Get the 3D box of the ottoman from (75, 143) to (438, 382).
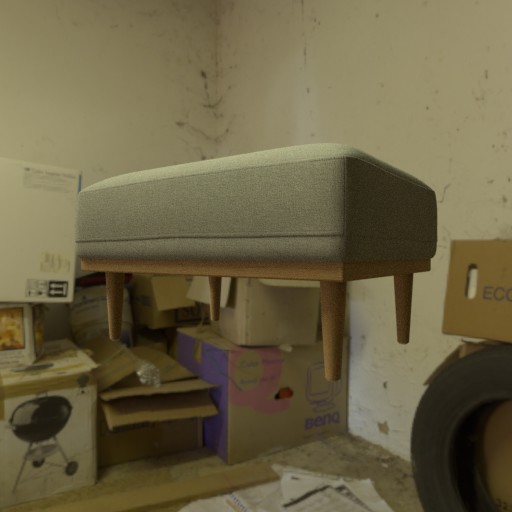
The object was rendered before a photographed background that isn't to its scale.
[{"bbox_3d":[0.000,0.000,1.099,0.749,0.428,0.549,0,1,36],"label":"ottoman"}]
